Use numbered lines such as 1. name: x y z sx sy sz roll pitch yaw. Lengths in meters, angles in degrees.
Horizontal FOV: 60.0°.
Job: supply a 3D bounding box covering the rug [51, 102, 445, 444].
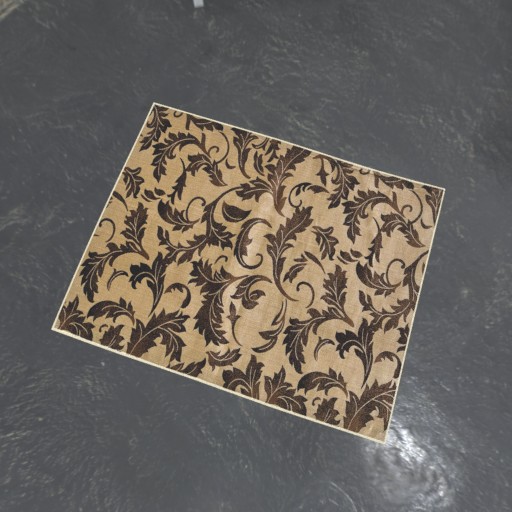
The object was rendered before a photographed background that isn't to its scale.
1. rug: 0.000 0.000 4.004 2.977 0.008 2.380 18 75 5
